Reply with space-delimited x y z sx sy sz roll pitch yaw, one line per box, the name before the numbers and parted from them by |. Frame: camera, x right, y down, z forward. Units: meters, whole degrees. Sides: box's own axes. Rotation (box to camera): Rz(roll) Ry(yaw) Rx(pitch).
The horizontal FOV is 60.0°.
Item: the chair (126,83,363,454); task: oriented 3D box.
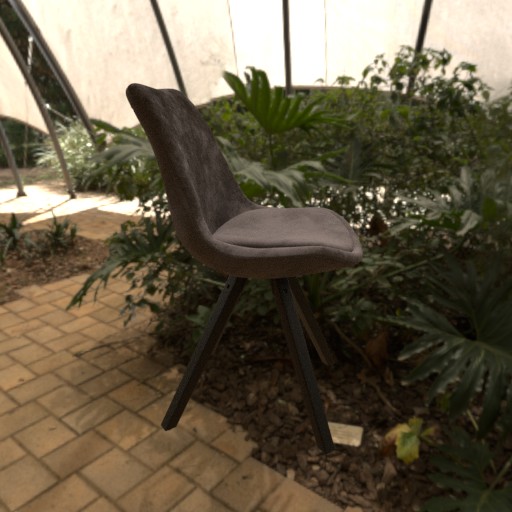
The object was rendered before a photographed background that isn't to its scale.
chair | 0.000 0.000 1.180 0.550 0.850 0.485 3 18 9
